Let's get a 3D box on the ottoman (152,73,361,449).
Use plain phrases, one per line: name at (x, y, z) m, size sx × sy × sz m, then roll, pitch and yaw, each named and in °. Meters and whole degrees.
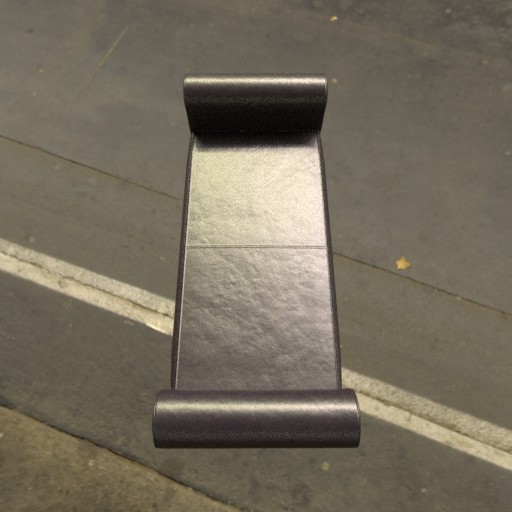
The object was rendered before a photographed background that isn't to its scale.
ottoman at (0.000, 0.000, 1.556) m, size 0.521 × 0.547 × 1.256 m, roll 0°, pitch 64°, yaw 0°
